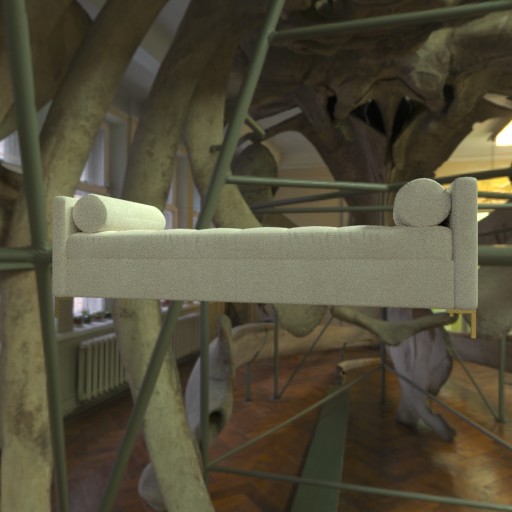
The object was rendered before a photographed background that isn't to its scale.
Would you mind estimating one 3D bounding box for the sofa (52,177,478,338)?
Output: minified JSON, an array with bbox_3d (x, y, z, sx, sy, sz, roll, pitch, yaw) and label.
[{"bbox_3d":[0.000,0.000,2.305,1.981,0.635,0.686,0,0,17],"label":"sofa"}]
